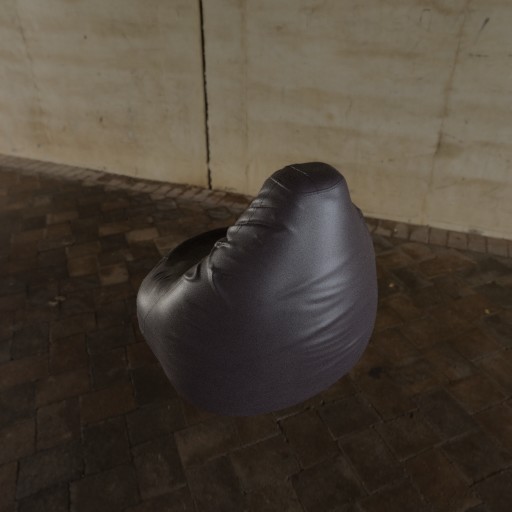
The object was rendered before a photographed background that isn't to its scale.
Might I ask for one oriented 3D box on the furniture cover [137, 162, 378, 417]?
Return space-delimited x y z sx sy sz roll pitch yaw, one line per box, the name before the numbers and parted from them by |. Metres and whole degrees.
furniture cover | 0.000 0.000 1.962 1.070 0.990 1.070 -20 36 -29
